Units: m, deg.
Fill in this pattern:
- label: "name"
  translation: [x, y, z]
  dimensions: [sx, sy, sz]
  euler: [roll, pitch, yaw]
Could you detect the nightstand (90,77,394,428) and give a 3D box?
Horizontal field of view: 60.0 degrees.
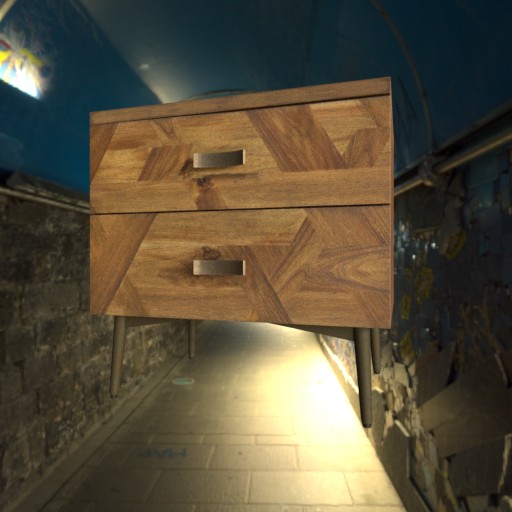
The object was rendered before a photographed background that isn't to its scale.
- label: "nightstand"
  translation: [0.000, 0.000, 1.039]
  dimensions: [0.610, 0.610, 0.458]
  euler: [0, 0, 18]
